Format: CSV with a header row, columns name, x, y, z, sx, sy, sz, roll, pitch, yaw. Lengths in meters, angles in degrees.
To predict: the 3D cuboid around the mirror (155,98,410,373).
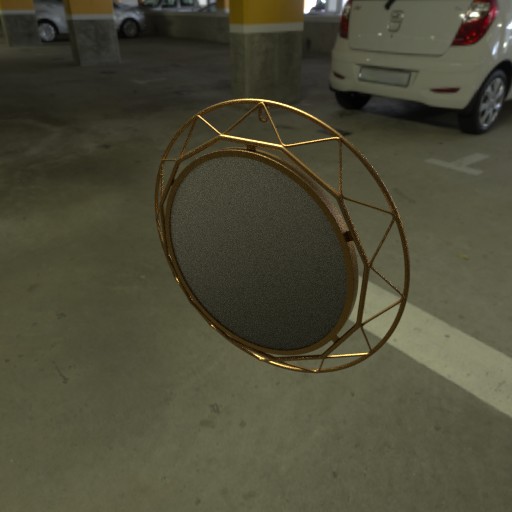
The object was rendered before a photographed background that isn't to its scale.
name,x,y,z,sx,sy,sz,roll,pitch,yaw
mirror,0.000,0.000,0.679,0.454,0.454,0.043,18,35,28
